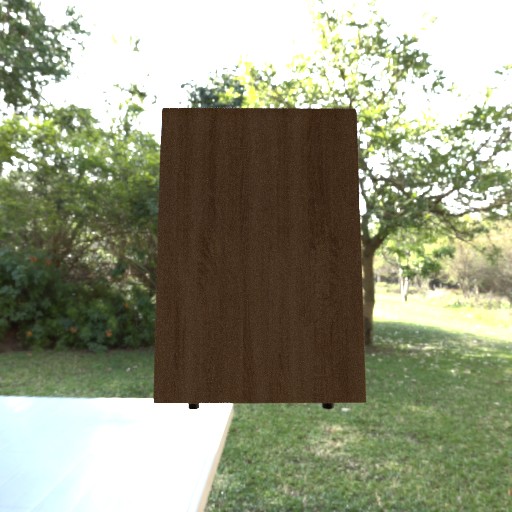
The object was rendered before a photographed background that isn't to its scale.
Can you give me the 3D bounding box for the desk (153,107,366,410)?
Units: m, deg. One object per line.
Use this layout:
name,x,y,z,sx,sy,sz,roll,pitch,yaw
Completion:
desk,0.000,0.000,1.695,0.500,0.750,1.300,0,-1,-1
